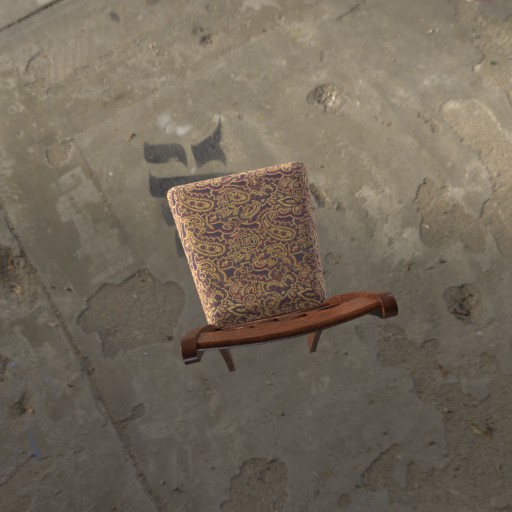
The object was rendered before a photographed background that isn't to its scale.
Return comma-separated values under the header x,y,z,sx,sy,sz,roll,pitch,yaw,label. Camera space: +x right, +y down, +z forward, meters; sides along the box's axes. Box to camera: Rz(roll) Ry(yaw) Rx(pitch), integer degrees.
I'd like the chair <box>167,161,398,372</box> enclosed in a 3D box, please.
x,y,z,sx,sy,sz,roll,pitch,yaw,label
0.000,0.000,1.307,0.457,0.965,0.584,-12,75,-3,chair
